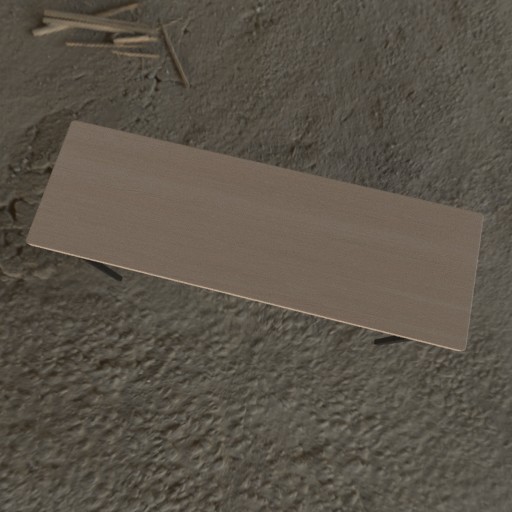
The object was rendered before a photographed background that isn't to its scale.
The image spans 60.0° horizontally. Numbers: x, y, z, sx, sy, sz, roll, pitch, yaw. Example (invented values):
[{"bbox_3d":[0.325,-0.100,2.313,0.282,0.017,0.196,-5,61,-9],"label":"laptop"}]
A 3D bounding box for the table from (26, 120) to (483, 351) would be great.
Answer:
[{"bbox_3d":[0.000,0.000,1.776,1.397,0.750,0.447,14,77,3],"label":"table"}]
